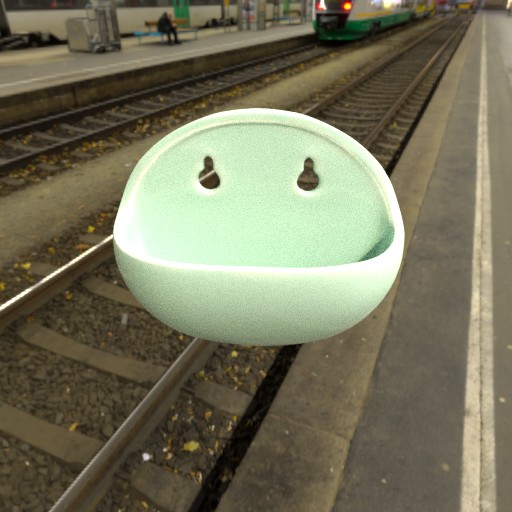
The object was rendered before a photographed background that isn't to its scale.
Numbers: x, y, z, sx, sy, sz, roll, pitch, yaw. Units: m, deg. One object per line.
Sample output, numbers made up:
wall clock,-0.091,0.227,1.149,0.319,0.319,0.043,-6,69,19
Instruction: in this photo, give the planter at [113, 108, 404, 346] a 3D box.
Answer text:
planter,0.000,0.000,0.276,0.189,0.164,0.073,1,30,2
